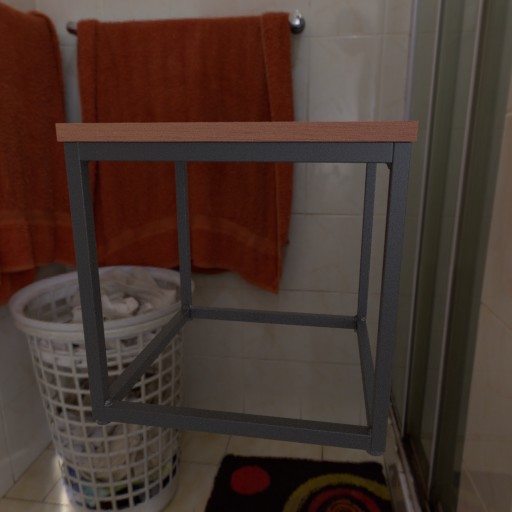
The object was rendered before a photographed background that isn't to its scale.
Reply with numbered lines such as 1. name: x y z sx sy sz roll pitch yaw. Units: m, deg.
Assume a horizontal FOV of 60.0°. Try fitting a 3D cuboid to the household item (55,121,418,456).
1. household item: 0.000 0.000 0.719 0.400 0.400 0.400 2 15 10
